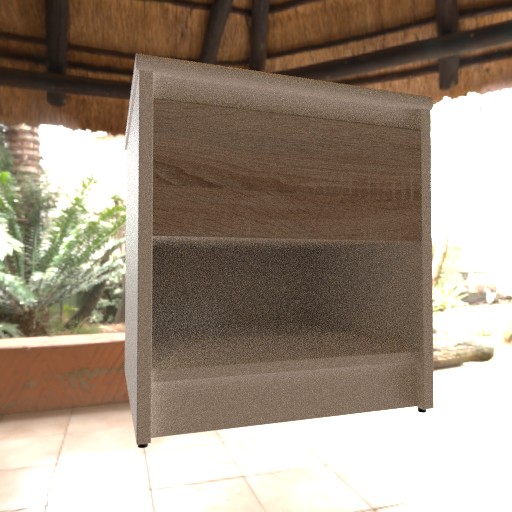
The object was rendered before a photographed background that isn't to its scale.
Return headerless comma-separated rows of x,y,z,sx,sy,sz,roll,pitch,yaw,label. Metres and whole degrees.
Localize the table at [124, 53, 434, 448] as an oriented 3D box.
0.000,0.000,0.754,0.420,0.460,0.380,1,-2,-18,table
